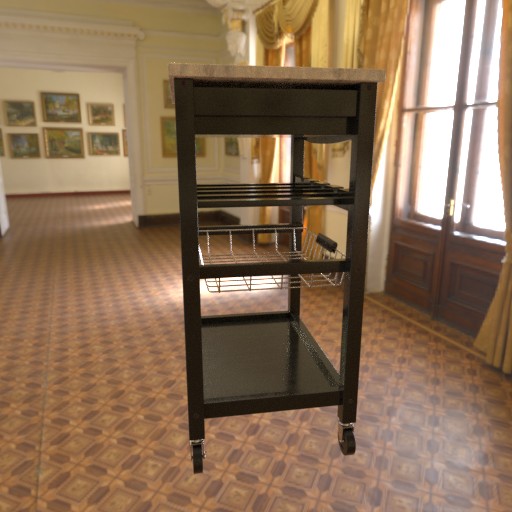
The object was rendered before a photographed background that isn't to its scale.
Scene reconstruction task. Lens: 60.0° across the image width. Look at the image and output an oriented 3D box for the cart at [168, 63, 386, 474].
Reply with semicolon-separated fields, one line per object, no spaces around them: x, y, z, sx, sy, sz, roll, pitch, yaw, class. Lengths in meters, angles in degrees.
0.000;0.000;1.162;0.403;0.839;0.584;-2;14;-9;cart
